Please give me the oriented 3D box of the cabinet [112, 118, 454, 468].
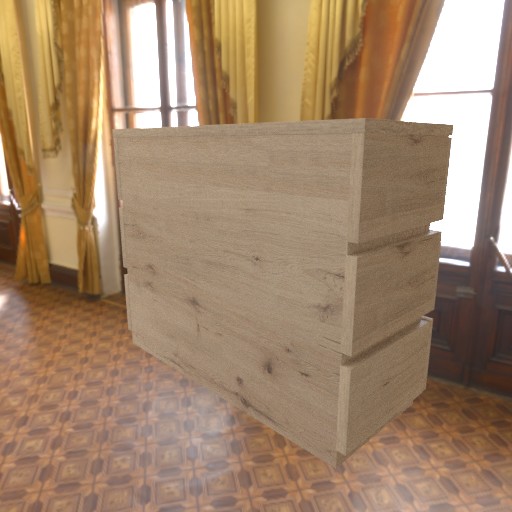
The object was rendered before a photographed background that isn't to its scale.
[{"bbox_3d":[0.000,0.000,1.468,0.420,0.820,1.040,-14,20,-43],"label":"cabinet"}]
